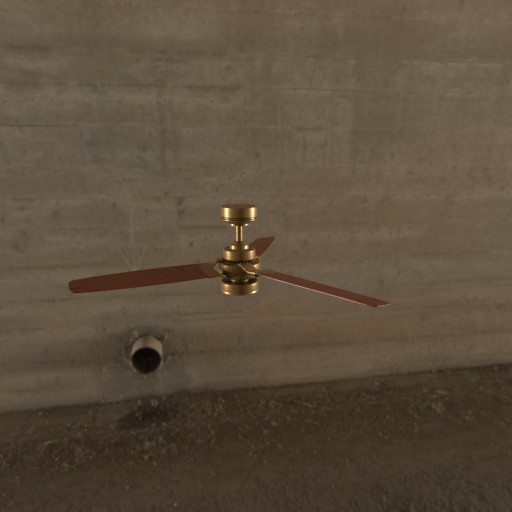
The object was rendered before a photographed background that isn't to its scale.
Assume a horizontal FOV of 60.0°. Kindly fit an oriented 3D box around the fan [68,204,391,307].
[{"bbox_3d":[0.000,0.000,2.023,1.416,0.425,1.271,-13,18,-43],"label":"fan"}]
